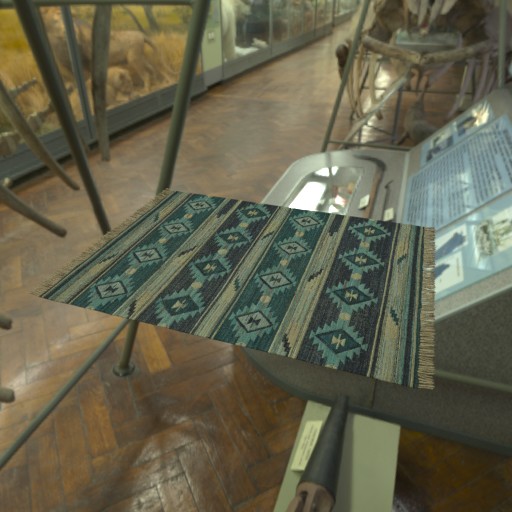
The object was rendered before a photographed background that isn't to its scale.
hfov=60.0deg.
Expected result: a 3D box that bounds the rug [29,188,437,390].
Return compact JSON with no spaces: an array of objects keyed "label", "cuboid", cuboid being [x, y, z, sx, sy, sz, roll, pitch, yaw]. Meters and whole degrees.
[{"label":"rug","cuboid":[0.000,0.000,4.295,3.307,0.047,2.418,10,33,16]}]
